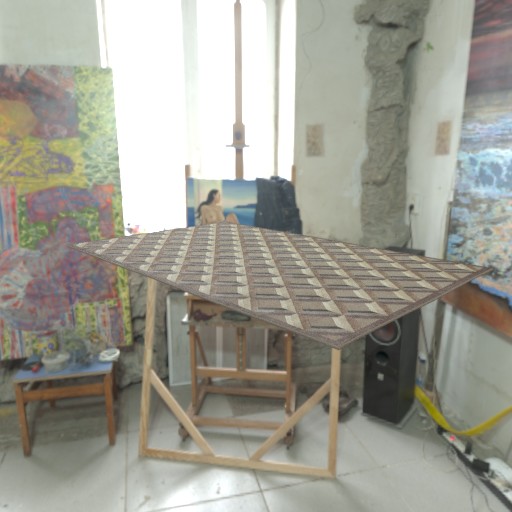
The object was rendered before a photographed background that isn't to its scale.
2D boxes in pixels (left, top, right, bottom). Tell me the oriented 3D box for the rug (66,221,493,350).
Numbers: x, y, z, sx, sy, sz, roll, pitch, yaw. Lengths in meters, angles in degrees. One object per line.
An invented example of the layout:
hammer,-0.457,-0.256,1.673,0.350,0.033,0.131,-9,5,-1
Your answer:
rug,0.000,0.000,2.025,1.066,0.011,1.677,-13,19,-43
